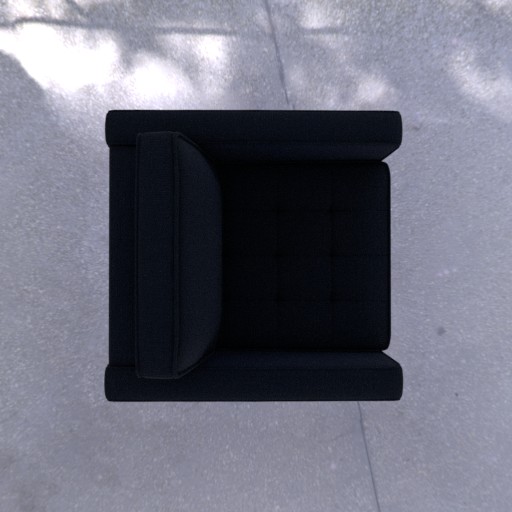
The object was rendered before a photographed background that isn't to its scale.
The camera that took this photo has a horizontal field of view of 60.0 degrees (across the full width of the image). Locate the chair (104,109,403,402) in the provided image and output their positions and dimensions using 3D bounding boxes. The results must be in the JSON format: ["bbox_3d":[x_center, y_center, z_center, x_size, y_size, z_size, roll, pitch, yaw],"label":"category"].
[{"bbox_3d":[0.000,0.000,1.533,0.920,0.770,0.899,0,90,-1],"label":"chair"}]
